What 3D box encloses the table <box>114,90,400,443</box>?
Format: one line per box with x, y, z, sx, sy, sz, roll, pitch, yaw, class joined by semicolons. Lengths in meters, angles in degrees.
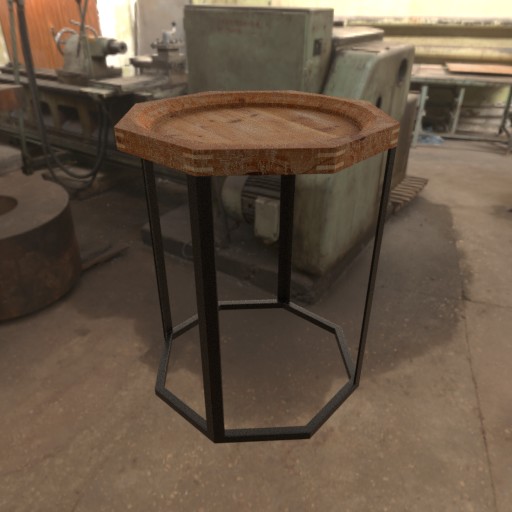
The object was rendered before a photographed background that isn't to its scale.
0.000;0.000;0.864;0.458;0.543;0.458;10;31;17;table
